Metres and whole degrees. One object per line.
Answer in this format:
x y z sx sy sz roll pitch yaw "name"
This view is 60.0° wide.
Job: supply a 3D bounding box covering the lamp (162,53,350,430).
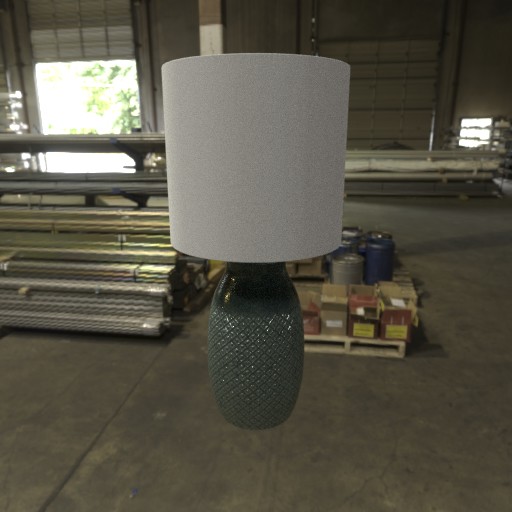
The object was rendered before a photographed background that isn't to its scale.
0.000 0.000 0.579 0.217 0.453 0.217 2 16 8 "lamp"
